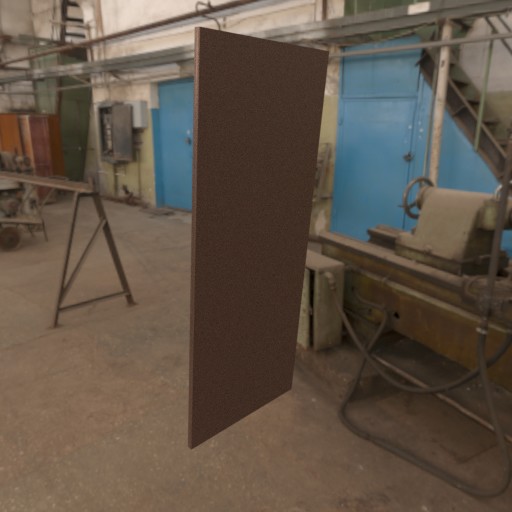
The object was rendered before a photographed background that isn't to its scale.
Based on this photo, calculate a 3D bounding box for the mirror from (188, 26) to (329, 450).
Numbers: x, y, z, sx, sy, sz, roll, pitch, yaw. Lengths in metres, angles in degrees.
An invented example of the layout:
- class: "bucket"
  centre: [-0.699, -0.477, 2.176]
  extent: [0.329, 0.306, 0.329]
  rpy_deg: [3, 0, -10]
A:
- class: "mirror"
  centre: [0.000, 0.000, 2.302]
  extent: [0.812, 2.020, 0.221]
  rpy_deg: [-15, 22, -42]
